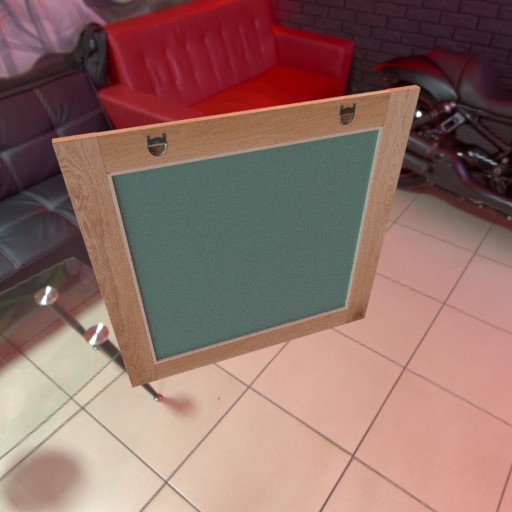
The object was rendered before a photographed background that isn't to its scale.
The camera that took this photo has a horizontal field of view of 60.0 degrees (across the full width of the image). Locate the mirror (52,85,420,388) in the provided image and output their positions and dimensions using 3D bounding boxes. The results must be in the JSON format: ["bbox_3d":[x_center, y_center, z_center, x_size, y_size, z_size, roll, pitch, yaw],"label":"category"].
[{"bbox_3d":[0.000,0.000,1.183,0.800,0.800,0.020,-14,43,-15],"label":"mirror"}]
